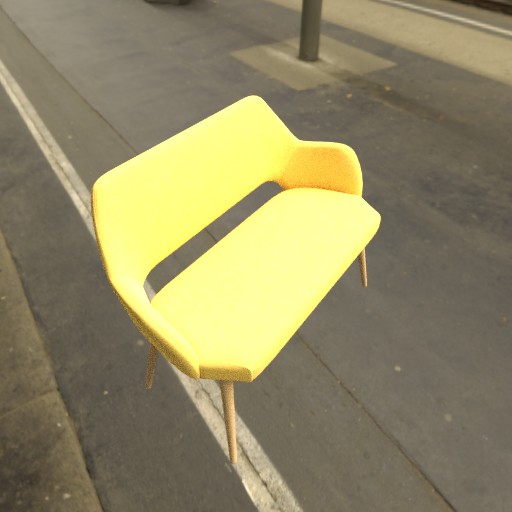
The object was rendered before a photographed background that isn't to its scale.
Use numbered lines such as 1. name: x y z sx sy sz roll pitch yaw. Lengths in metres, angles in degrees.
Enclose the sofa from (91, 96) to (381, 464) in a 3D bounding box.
1. sofa: 0.000 0.000 1.644 0.610 0.840 1.150 25 47 26
